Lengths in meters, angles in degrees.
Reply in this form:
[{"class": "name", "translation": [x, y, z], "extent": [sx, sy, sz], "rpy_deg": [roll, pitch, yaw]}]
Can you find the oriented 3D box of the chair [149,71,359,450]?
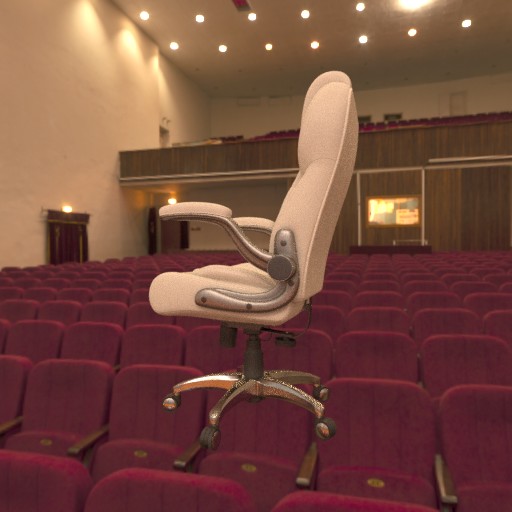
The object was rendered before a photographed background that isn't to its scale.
[{"class": "chair", "translation": [0.000, 0.000, 1.838], "extent": [0.806, 1.330, 0.755], "rpy_deg": [0, 0, 16]}]
